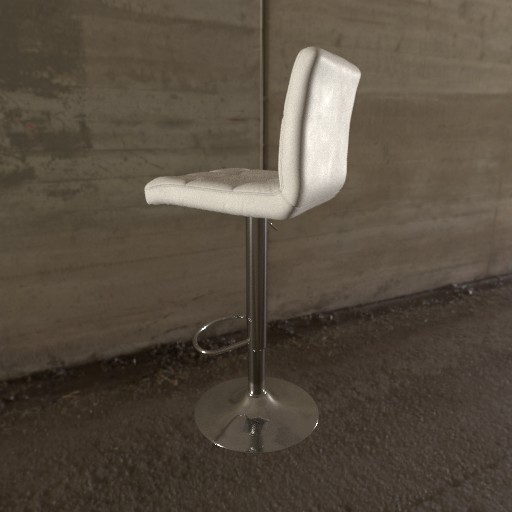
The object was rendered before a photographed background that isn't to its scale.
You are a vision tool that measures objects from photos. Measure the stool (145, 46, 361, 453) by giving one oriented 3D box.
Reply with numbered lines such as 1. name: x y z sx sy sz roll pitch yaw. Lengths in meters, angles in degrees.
1. stool: 0.000 0.000 1.375 0.505 1.115 0.430 8 18 25
